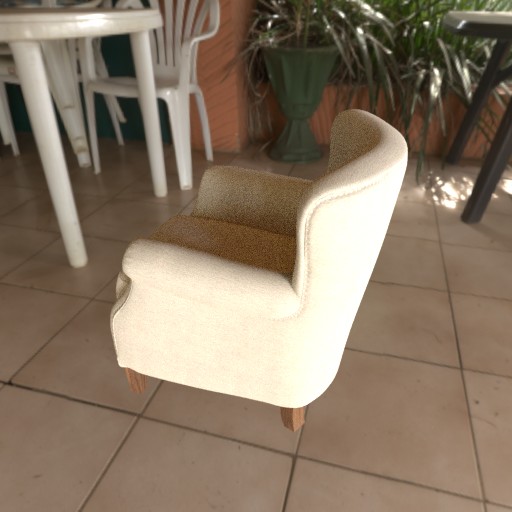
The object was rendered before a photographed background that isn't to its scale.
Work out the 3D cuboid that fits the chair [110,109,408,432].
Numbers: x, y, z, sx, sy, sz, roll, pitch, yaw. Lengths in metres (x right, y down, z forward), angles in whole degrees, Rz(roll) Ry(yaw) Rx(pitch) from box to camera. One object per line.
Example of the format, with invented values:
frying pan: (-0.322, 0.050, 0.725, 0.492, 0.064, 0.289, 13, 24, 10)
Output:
chair: (0.000, 0.000, 1.622, 0.921, 0.936, 0.861, 7, 31, 12)
